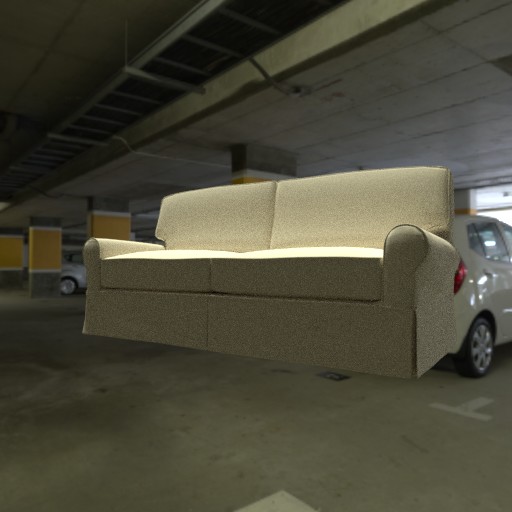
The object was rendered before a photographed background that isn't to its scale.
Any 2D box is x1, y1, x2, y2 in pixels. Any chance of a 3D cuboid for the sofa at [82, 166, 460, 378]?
[{"bbox_3d":[0.000,0.000,2.485,2.021,0.937,0.862,-1,-1,33],"label":"sofa"}]
